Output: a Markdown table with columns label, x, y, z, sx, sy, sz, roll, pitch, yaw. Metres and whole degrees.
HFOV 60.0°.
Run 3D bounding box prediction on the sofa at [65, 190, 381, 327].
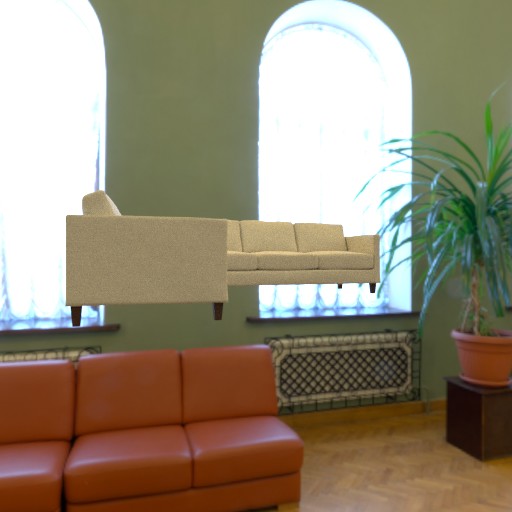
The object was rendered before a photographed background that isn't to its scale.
| label | x | y | z | sx | sy | sz | roll | pitch | yaw |
| --- | --- | --- | --- | --- | --- | --- | --- | --- | --- |
| sofa | 0.000 | 0.000 | 4.285 | 3.182 | 0.863 | 2.432 | 0 | 0 | -18 |
